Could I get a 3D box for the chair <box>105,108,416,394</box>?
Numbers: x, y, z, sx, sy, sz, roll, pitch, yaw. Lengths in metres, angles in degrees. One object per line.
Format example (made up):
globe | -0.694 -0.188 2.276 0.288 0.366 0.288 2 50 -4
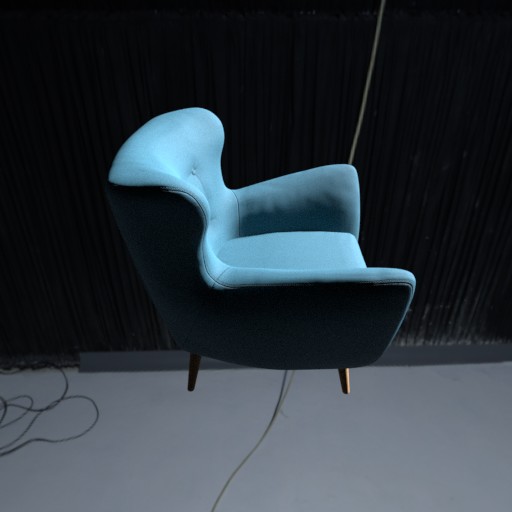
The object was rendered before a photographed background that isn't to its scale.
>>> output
chair | 0.000 0.000 1.623 0.889 0.889 0.890 0 32 0
